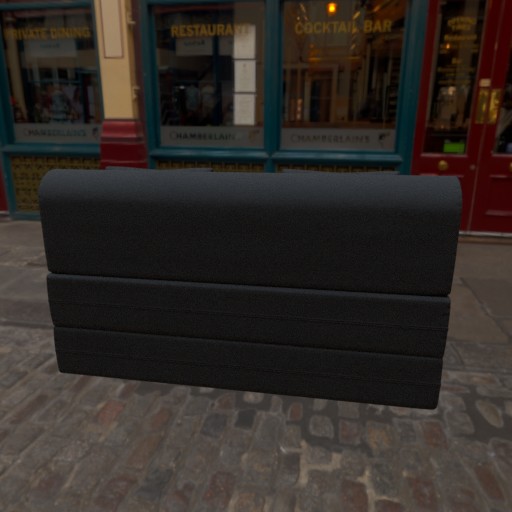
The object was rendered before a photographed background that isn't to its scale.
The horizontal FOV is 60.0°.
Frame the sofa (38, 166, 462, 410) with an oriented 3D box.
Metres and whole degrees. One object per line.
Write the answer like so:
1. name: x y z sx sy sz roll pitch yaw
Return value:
1. sofa: 0.000 0.000 1.659 1.225 0.670 0.762 3 17 10
